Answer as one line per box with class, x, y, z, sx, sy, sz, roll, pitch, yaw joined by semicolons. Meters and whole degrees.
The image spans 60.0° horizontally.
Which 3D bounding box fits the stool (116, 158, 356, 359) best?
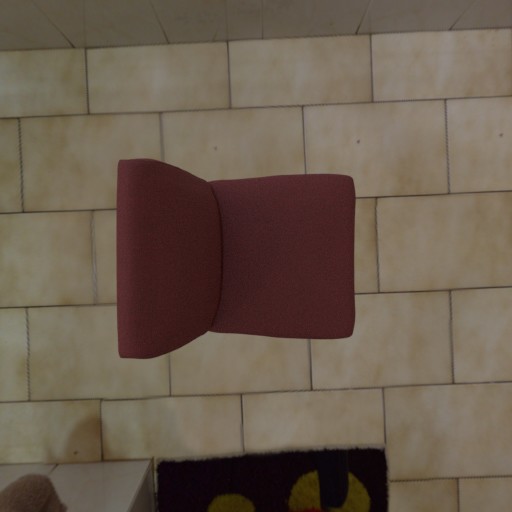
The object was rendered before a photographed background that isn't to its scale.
stool;0.000;0.000;1.410;0.562;1.093;0.468;0;91;0
